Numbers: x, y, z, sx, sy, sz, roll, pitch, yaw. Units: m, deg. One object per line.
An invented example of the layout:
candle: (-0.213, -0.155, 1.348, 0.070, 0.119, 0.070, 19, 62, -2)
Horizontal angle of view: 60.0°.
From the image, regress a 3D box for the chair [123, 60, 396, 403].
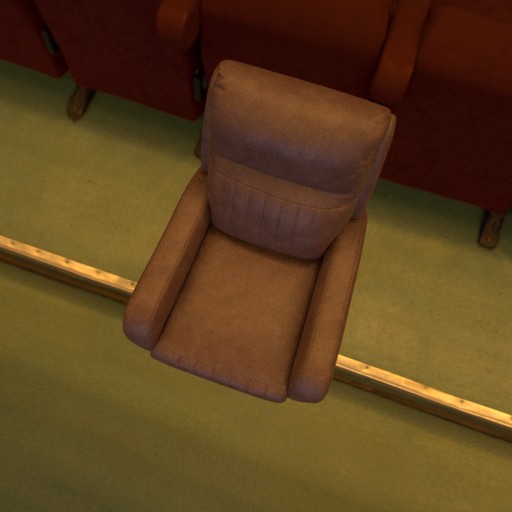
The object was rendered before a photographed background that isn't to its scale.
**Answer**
chair: (0.000, 0.000, 1.837, 0.865, 1.067, 1.067, 18, 75, 5)
